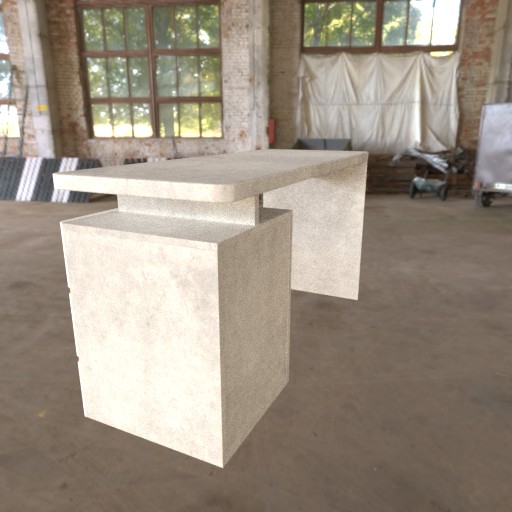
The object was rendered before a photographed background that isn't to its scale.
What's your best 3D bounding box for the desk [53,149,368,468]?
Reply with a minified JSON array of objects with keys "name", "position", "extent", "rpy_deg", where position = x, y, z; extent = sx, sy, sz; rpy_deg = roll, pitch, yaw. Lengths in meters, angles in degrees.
[{"name":"desk","position":[0.000,0.000,1.762],"extent":[0.550,0.755,1.400],"rpy_deg":[8,18,25]}]
